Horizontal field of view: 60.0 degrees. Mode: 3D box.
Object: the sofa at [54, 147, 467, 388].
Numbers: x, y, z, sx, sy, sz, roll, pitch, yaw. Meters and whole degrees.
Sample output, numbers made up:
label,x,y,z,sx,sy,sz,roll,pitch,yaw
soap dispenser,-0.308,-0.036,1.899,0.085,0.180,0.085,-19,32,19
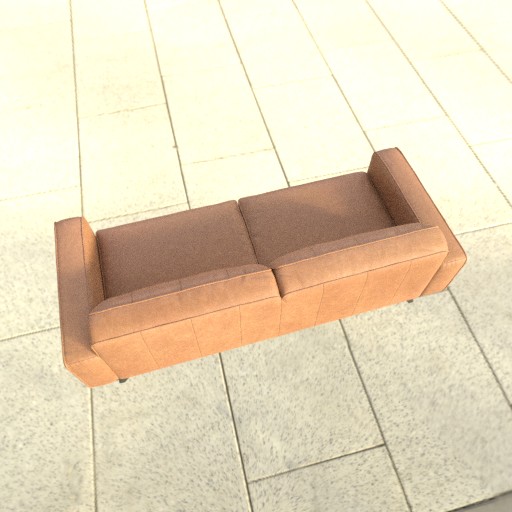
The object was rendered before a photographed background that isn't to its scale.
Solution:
label,x,y,z,sx,sy,sz,roll,pitch,yaw
sofa,0.000,0.000,2.717,2.270,0.780,0.953,-14,59,-8
